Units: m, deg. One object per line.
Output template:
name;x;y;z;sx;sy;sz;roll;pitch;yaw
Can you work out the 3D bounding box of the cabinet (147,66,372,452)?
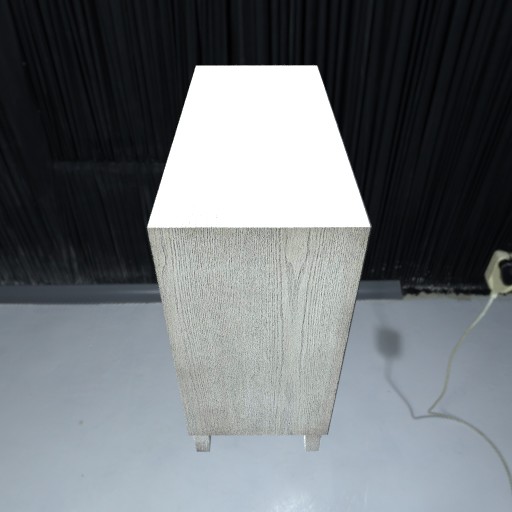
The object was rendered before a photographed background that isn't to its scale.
cabinet;0.000;0.000;1.249;0.370;0.787;0.781;0;41;0
